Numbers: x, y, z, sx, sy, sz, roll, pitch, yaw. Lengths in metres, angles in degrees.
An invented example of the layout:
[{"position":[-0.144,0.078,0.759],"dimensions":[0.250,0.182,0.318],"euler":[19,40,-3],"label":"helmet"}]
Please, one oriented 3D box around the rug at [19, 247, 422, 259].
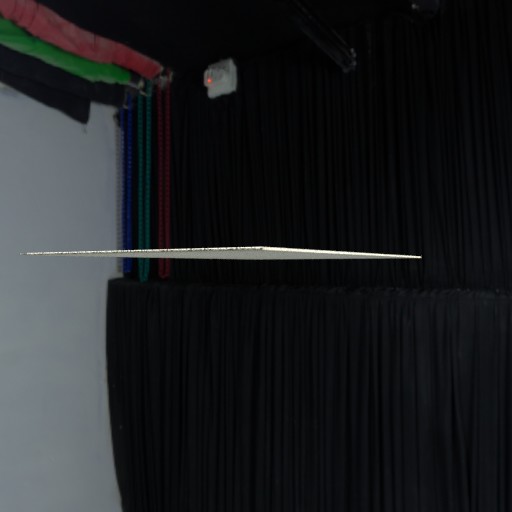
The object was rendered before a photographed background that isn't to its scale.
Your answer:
[{"position":[0.000,0.000,2.839],"dimensions":[1.514,0.011,2.233],"euler":[-1,-1,34],"label":"rug"}]
